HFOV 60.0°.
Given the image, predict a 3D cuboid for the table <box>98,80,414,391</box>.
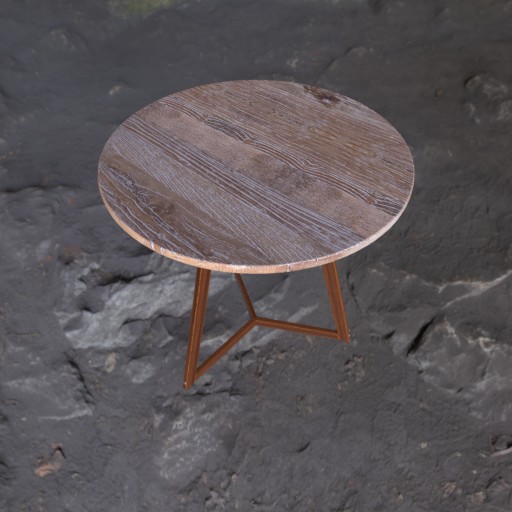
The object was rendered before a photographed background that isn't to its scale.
[{"bbox_3d":[0.000,0.000,0.900,0.500,0.500,0.500,0,47,0],"label":"table"}]
